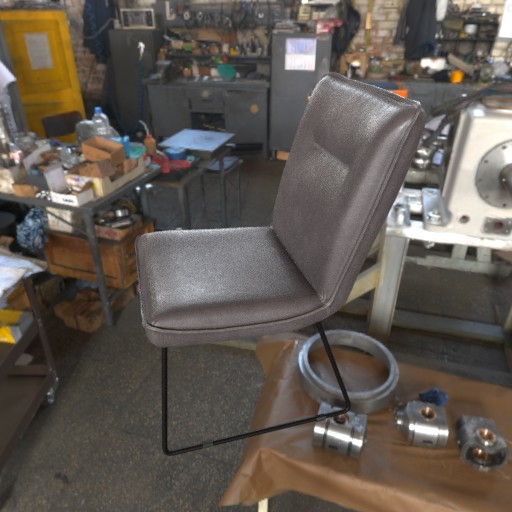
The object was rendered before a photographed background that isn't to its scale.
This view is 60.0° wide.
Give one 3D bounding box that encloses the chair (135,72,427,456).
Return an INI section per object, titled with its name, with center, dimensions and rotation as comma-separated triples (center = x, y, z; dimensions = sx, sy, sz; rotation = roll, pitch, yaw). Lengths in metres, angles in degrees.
[chair]
center = 0.000, 0.000, 1.307
dimensions = 0.688, 0.932, 0.515
rotation = -8, 31, -14
